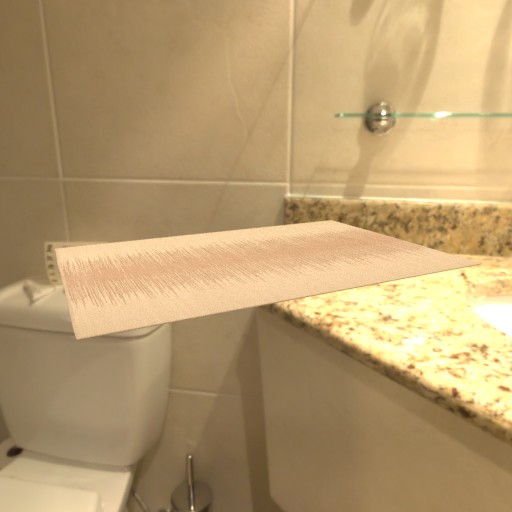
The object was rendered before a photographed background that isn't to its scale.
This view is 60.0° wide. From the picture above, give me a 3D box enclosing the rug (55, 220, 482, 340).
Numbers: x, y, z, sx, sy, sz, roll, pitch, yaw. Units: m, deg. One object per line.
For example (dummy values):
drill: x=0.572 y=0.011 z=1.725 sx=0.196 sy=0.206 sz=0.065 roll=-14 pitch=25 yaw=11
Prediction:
rug: x=0.000 y=0.000 z=2.285 sx=1.850 sy=0.006 sz=1.234 roll=-8 pitch=17 yaw=-25
